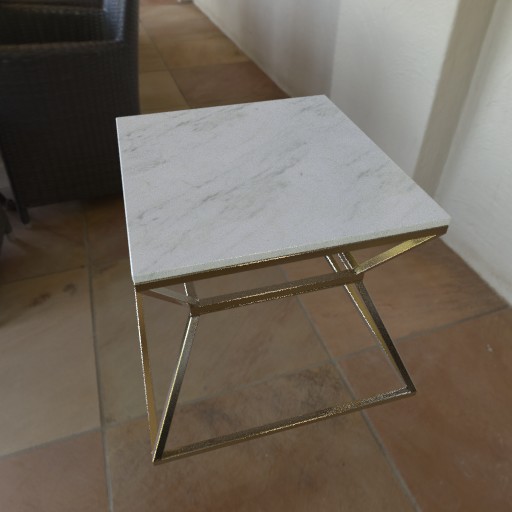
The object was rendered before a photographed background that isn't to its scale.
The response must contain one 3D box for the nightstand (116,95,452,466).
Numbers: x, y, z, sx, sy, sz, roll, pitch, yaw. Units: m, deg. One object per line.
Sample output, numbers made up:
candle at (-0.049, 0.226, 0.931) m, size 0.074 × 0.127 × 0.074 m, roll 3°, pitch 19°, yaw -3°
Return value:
nightstand at (0.000, 0.000, 0.874) m, size 0.514 × 0.426 × 0.513 m, roll -10°, pitch 42°, yaw -12°
